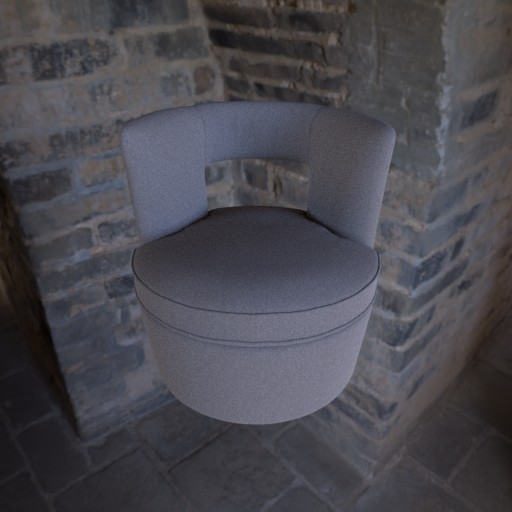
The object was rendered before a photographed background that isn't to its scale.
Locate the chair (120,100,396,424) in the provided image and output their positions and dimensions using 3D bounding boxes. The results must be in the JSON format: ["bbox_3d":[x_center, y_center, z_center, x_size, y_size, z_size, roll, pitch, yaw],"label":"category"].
[{"bbox_3d":[0.000,0.000,1.252,0.689,0.719,0.660,1,31,1],"label":"chair"}]
